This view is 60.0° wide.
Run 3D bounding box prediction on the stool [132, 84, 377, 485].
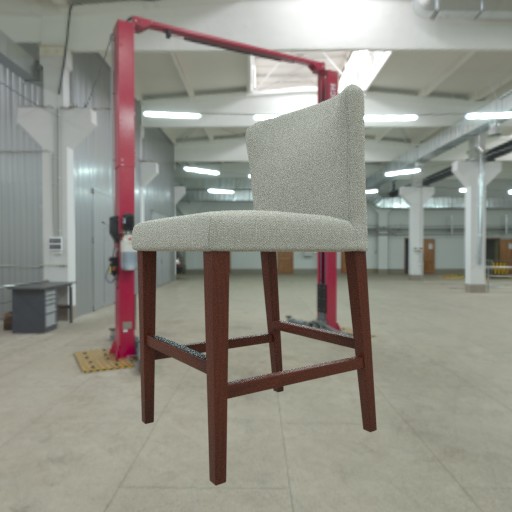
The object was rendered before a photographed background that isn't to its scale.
[{"bbox_3d":[0.000,0.000,1.260,0.568,0.969,0.481,-1,1,-35],"label":"stool"}]
